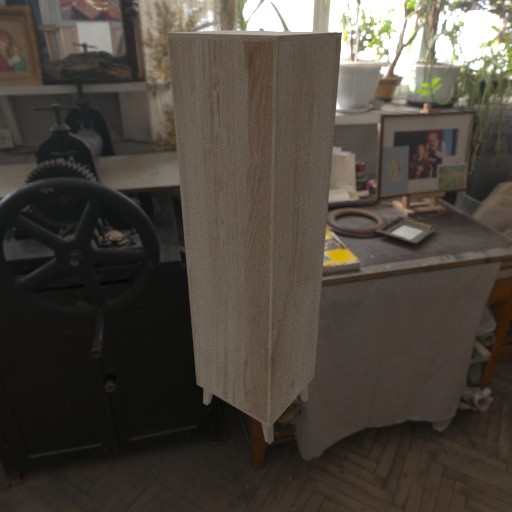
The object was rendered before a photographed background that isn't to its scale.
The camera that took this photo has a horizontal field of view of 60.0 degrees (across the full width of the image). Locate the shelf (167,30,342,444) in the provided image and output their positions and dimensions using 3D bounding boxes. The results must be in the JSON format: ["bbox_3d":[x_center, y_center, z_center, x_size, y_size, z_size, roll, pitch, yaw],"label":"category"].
[{"bbox_3d":[0.000,0.000,2.175,0.510,1.960,0.450,19,34,32],"label":"shelf"}]
